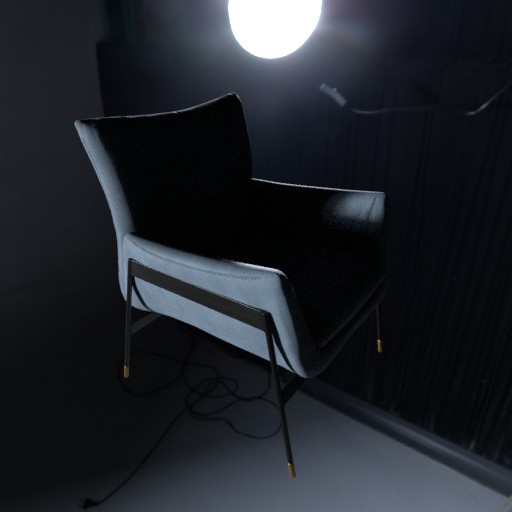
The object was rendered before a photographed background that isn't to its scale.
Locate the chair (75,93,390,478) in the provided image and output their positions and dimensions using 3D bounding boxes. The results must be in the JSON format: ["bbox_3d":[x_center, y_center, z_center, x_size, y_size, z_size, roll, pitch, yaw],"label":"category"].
[{"bbox_3d":[0.000,0.000,1.391,0.709,0.858,0.678,18,32,31],"label":"chair"}]
